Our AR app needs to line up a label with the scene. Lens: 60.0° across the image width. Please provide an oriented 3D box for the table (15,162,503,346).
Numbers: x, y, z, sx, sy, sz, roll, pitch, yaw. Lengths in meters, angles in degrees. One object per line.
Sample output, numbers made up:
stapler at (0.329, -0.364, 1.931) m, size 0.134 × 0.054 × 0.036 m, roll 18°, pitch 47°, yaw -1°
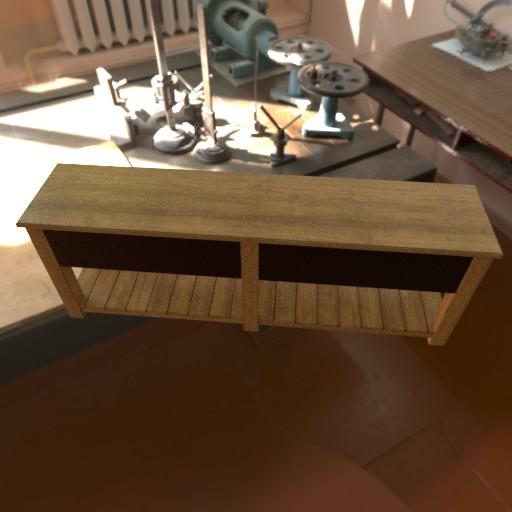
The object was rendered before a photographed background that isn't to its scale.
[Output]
table at (0.000, 0.000, 2.013) m, size 1.815 × 0.635 × 0.425 m, roll 4°, pitch 47°, yaw 4°
